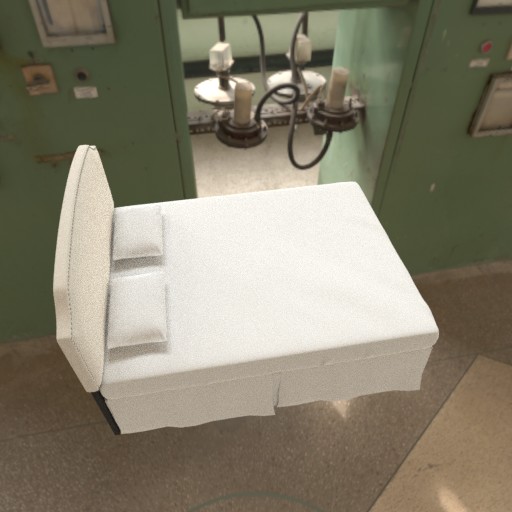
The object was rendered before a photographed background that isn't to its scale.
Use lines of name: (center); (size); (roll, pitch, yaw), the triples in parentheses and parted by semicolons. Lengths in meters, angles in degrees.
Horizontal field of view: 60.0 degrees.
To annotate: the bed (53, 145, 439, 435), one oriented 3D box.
bed: (0.000, 0.000, 2.835); (1.999, 1.270, 1.558); (-7, 47, -7)
